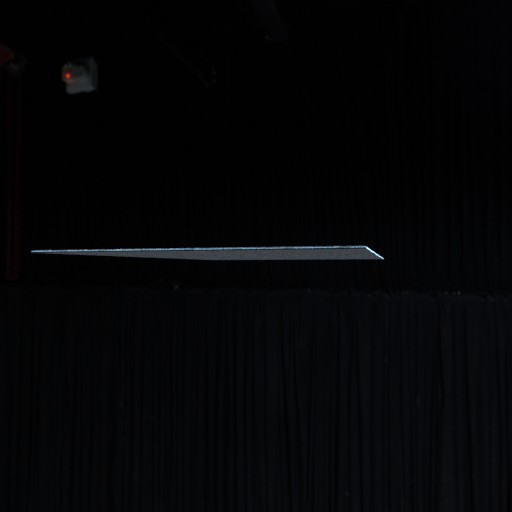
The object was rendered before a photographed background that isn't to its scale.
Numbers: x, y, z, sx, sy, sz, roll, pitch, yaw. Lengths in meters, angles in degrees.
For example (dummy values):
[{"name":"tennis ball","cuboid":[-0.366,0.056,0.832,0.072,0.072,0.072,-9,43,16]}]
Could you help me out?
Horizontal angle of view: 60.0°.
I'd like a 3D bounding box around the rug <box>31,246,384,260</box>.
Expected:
[{"name":"rug","cuboid":[0.000,0.000,2.938,1.567,0.014,2.207,0,-2,18]}]
